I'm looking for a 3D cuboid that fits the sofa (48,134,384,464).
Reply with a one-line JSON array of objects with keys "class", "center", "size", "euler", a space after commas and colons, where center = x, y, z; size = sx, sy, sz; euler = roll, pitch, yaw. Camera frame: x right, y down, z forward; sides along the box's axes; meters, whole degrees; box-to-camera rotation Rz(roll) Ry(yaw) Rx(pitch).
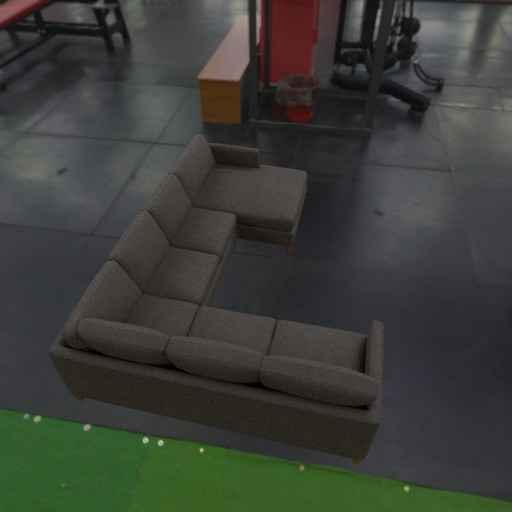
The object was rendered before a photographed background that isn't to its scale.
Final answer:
[{"class": "sofa", "center": [0.000, 0.000, 4.623], "size": [2.594, 0.961, 3.460], "euler": [9, 44, 9]}]
